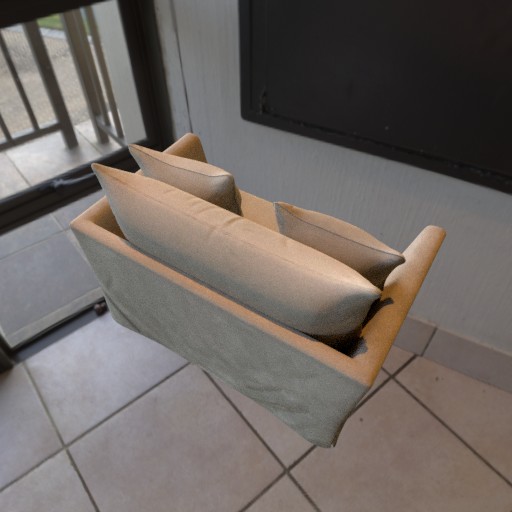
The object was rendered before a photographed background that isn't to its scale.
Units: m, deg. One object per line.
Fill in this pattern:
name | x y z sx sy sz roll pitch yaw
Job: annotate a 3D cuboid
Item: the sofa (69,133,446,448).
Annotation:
sofa | 0.000 0.000 2.336 1.608 1.040 1.035 25 53 21
